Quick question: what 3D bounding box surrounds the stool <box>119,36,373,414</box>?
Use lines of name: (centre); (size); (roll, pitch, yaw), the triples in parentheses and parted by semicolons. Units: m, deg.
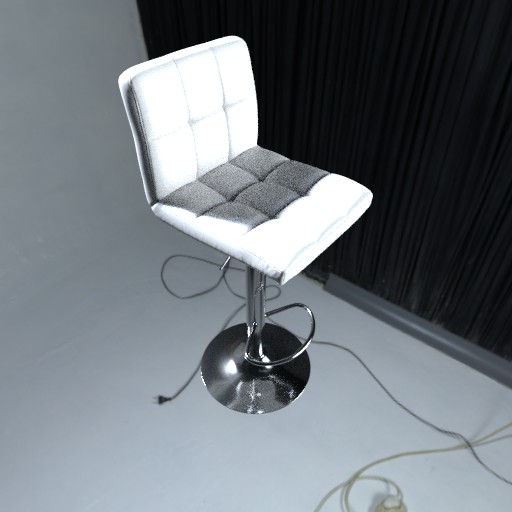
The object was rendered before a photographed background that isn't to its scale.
stool: (0.000, 0.000, 1.361); (0.505, 1.115, 0.430); (28, 48, 29)
